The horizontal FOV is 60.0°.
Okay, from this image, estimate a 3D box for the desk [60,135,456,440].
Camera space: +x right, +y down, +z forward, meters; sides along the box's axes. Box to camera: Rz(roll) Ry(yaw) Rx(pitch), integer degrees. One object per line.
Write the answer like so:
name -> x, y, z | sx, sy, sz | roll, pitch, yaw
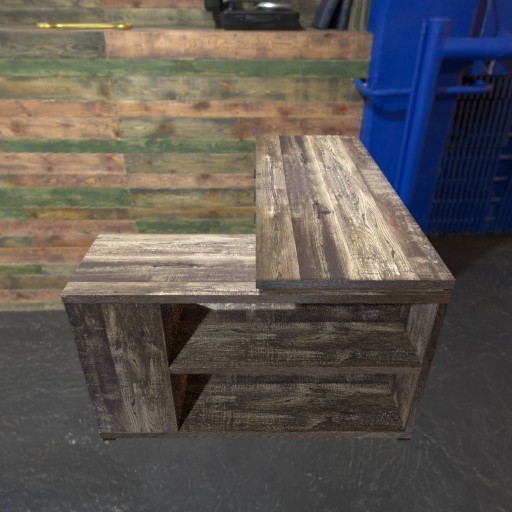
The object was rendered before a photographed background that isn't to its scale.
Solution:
desk -> 0.000, 0.000, 2.177 | 1.200, 0.753, 1.524 | 0, 31, 0
